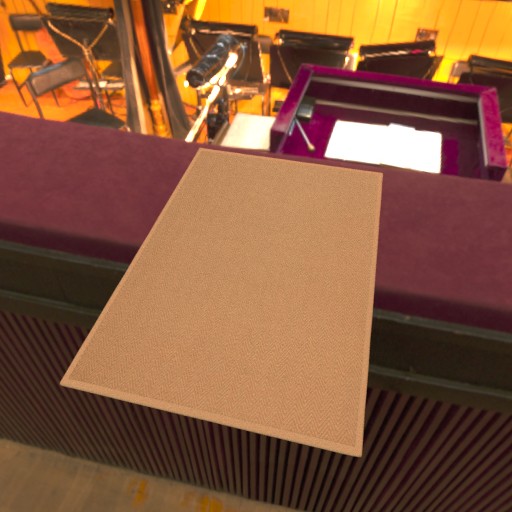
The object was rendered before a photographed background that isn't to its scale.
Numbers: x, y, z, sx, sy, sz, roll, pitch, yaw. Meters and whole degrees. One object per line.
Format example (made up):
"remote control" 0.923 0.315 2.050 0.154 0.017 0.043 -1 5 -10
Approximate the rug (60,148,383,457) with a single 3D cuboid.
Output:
"rug" 0.000 0.000 2.892 1.532 0.017 2.244 10 47 9
